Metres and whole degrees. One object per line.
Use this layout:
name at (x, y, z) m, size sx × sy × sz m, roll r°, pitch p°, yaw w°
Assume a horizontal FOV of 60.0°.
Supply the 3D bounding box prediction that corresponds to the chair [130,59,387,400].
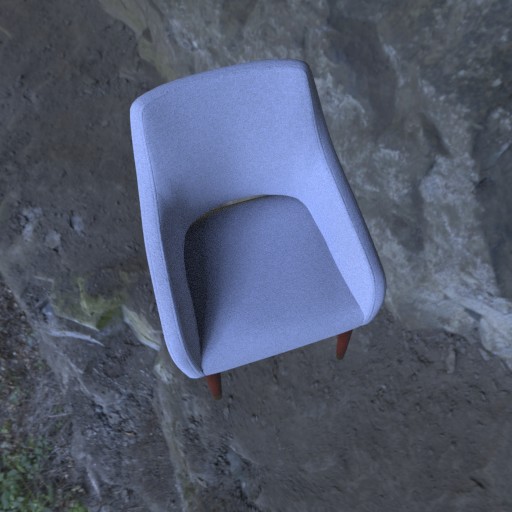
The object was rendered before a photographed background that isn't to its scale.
chair at (0.000, 0.000, 1.320) m, size 0.609 × 0.889 × 0.600 m, roll -16°, pitch 66°, yaw -7°
